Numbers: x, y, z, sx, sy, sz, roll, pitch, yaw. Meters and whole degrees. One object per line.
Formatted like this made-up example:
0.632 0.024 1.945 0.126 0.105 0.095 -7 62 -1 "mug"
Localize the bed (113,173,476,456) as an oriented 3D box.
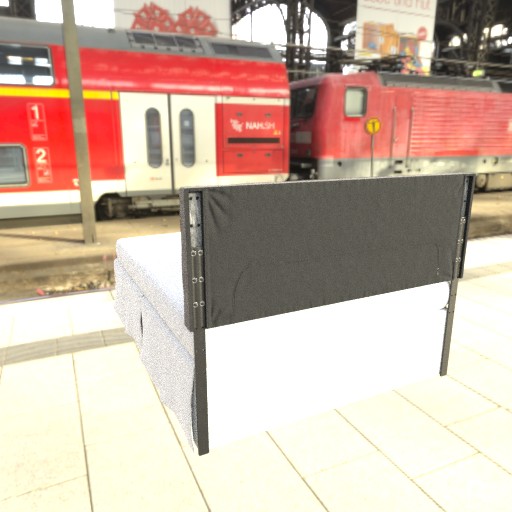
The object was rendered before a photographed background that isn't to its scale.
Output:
0.000 0.000 2.955 1.621 1.168 1.958 -7 17 -26 "bed"
